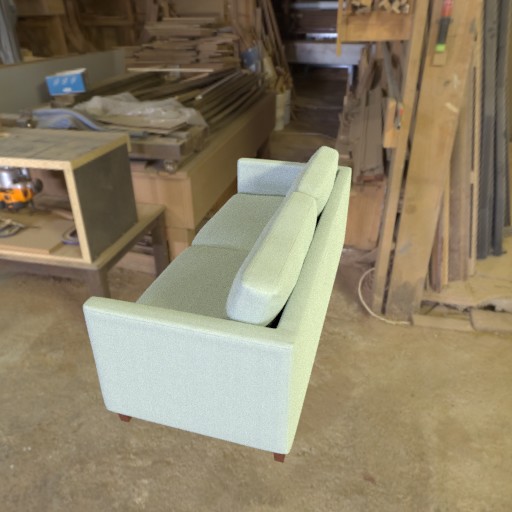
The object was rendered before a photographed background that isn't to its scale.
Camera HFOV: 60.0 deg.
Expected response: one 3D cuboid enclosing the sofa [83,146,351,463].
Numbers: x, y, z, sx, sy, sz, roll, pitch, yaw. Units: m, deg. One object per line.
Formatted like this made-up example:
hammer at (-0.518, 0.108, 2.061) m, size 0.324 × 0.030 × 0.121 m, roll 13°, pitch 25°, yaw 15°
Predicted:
sofa at (0.000, 0.000, 2.796) m, size 0.951 × 0.965 × 2.208 m, roll 8°, pitch 30°, yaw 14°
